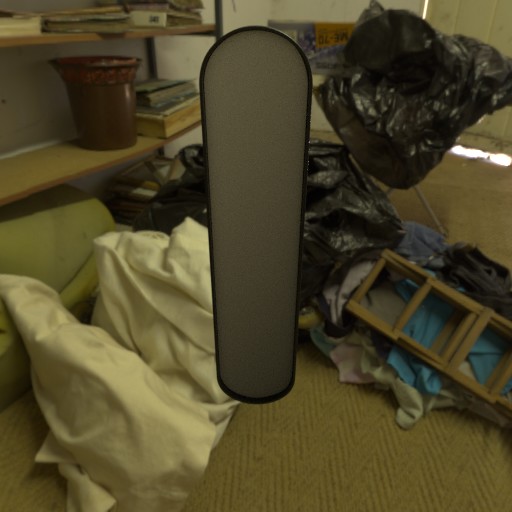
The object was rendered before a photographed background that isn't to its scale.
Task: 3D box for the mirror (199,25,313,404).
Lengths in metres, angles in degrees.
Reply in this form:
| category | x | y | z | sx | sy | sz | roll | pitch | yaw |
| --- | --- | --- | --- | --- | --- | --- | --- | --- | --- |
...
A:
| category | x | y | z | sx | sy | sz | roll | pitch | yaw |
| --- | --- | --- | --- | --- | --- | --- | --- | --- | --- |
| mirror | 0.000 | 0.000 | 1.073 | 0.222 | 0.991 | 0.032 | 1 | 30 | 2 |
